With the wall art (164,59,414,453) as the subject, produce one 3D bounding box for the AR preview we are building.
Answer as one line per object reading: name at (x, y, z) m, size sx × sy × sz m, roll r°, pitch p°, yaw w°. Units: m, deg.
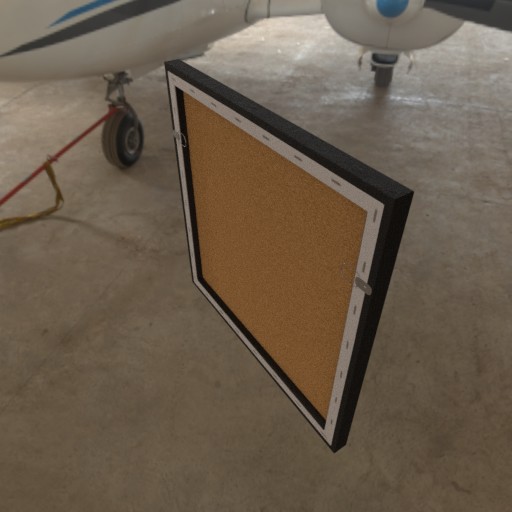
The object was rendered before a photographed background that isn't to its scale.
wall art at (0.000, 0.000, 1.120) m, size 0.044 × 0.758 × 0.758 m, roll -24°, pitch 46°, yaw -25°
